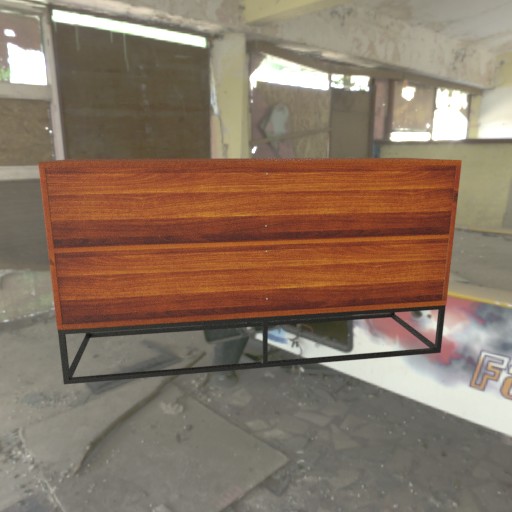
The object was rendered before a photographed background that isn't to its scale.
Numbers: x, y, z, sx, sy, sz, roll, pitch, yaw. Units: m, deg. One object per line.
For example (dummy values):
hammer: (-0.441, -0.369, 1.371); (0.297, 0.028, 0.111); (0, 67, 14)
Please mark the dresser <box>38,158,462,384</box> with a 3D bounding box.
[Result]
dresser: (0.000, 0.000, 1.903); (1.536, 0.810, 0.464); (-2, 14, -10)
